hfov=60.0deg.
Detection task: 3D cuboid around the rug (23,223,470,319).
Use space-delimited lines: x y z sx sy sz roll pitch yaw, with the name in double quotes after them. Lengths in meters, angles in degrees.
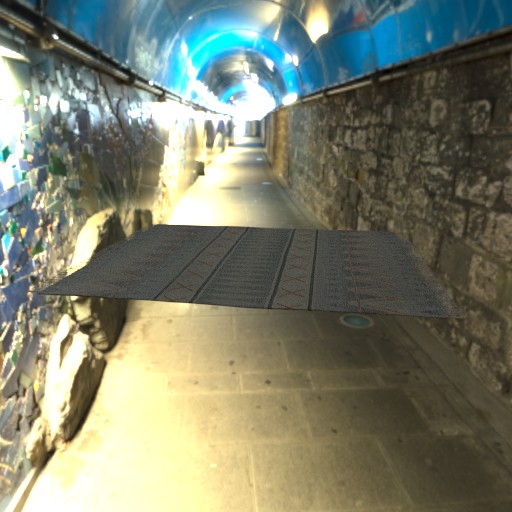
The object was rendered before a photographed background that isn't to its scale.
0.000 0.000 4.024 3.000 0.012 2.371 2 16 8 "rug"
